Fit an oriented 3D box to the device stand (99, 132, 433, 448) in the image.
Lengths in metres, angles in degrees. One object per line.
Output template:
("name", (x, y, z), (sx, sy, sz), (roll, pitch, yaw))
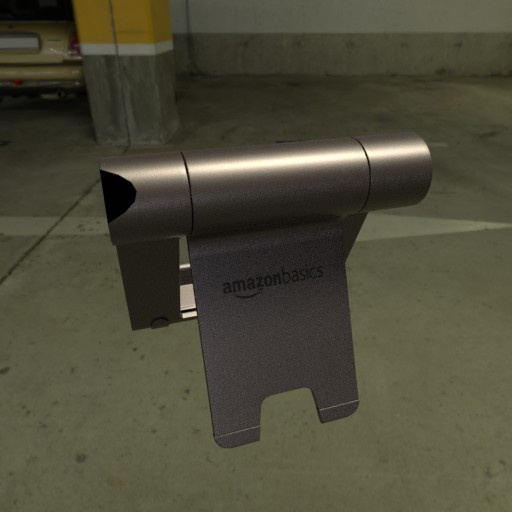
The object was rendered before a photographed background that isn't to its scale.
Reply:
("device stand", (0.000, 0.000, 0.150), (0.088, 0.084, 0.079), (-9, 30, -16))
